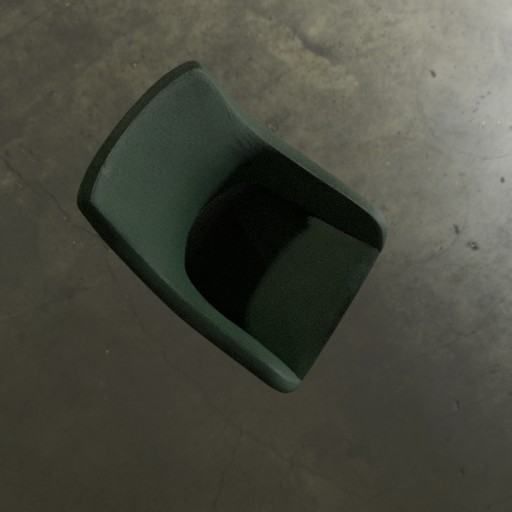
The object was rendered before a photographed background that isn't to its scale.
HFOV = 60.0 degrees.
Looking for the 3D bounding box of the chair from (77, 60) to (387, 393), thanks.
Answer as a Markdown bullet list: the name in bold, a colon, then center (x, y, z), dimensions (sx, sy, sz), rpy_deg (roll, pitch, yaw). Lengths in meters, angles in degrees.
- **chair**: center (0.000, 0.000, 1.554), dimensions (0.794, 1.081, 0.683), rpy_deg (33, 78, 8)
